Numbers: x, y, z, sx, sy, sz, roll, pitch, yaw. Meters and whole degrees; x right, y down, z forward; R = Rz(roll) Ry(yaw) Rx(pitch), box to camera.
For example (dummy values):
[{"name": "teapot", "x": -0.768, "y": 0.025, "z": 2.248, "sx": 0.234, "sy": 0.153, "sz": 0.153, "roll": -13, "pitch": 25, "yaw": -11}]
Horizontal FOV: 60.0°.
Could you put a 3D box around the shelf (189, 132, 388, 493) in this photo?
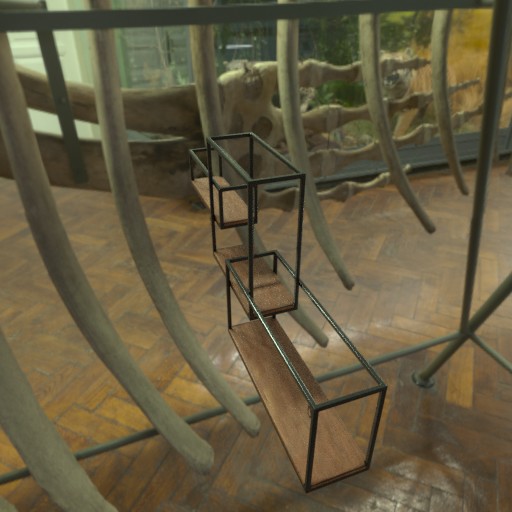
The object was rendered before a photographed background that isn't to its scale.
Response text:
[{"name": "shelf", "x": 0.000, "y": 0.000, "z": 2.127, "sx": 0.275, "sy": 0.972, "sz": 1.781, "roll": -11, "pitch": 33, "yaw": -17}]
